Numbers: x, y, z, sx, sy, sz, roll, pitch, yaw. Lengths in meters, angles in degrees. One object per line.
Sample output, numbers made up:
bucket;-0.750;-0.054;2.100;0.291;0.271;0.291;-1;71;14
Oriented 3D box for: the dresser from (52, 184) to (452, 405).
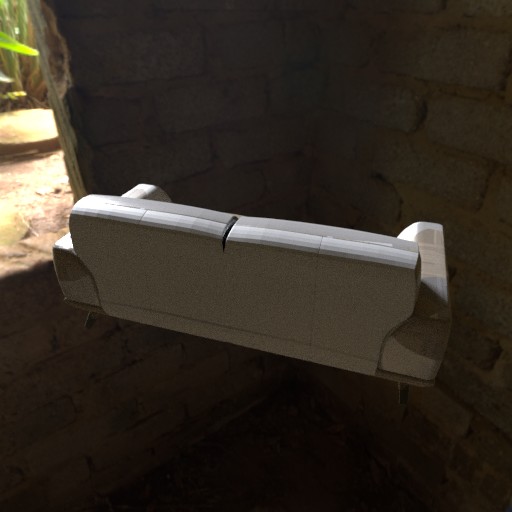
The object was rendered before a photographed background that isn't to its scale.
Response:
dresser;0.000;0.000;5.864;4.679;1.863;2.251;10;33;15
